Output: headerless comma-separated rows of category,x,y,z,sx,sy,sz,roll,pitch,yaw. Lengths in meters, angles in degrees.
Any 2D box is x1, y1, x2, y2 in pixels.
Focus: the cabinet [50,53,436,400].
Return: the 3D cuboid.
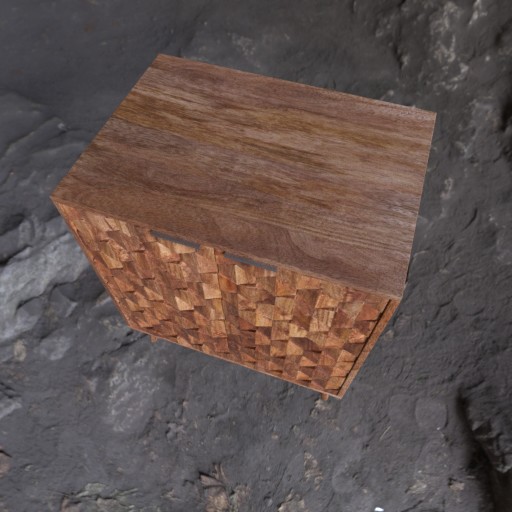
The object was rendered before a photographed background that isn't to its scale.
cabinet,0.000,0.000,1.194,0.647,0.758,0.473,16,59,10
